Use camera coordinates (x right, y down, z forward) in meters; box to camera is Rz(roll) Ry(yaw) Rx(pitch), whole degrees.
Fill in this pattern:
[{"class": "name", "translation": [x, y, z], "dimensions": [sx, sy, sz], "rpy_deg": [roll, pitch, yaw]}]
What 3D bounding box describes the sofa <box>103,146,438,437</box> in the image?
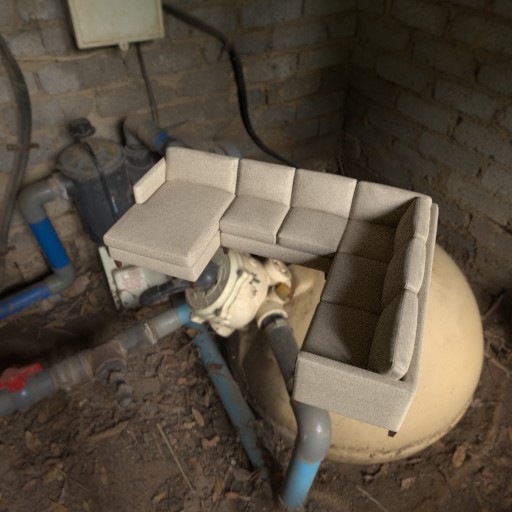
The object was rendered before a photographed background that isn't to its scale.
[{"class": "sofa", "translation": [0.000, 0.000, 4.706], "dimensions": [3.460, 0.959, 2.593], "rpy_deg": [14, 44, 15]}]
